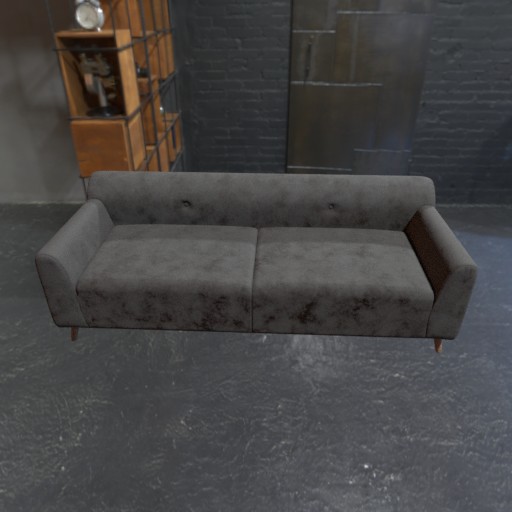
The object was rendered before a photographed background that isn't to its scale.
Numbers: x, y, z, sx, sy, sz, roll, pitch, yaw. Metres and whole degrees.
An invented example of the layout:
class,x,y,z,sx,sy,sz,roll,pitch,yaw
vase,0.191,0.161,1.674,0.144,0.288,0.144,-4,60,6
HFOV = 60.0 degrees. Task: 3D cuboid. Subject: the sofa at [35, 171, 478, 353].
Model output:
class,x,y,z,sx,sy,sz,roll,pitch,yaw
sofa,0.000,0.000,2.648,2.190,0.740,0.900,1,30,2
